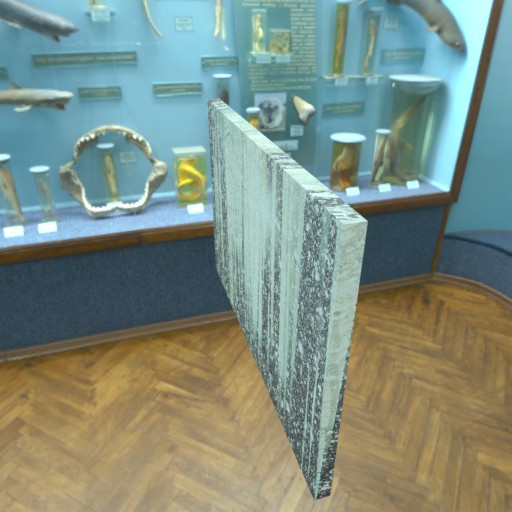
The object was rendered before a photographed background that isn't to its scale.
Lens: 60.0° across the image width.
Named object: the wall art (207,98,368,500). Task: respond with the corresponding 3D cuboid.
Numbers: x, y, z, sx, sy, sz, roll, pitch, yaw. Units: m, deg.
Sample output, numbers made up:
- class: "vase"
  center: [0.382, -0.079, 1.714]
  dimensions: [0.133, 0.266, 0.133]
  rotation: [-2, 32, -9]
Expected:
- class: "wall art"
  center: [0.000, 0.000, 1.110]
  dimensions: [0.038, 0.598, 0.919]
  rotation: [-8, 31, -14]
